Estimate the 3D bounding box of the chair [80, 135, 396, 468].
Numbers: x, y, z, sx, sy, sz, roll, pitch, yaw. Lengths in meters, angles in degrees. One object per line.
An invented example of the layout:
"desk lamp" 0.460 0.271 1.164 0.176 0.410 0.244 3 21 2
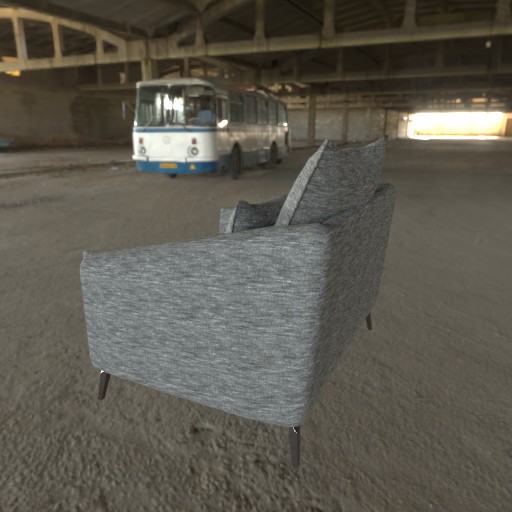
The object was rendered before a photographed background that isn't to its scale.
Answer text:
"chair" 0.000 0.000 1.602 0.805 0.842 1.004 8 18 25
